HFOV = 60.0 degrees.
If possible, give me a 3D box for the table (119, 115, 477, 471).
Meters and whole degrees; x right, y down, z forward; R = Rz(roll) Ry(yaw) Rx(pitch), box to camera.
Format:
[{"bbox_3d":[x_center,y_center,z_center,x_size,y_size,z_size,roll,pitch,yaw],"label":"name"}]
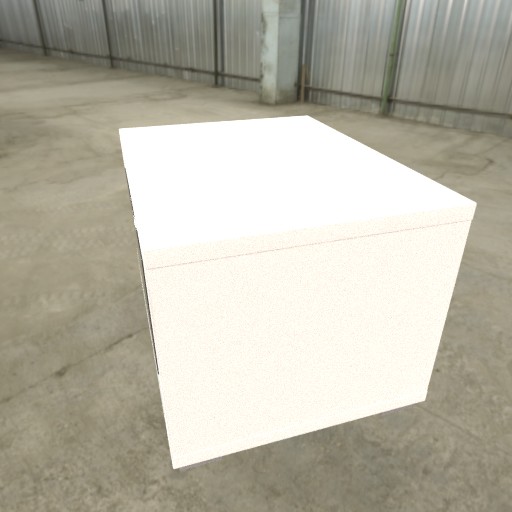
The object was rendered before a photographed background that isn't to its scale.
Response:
[{"bbox_3d":[0.000,0.000,0.786,0.399,0.357,0.517,-9,31,-15],"label":"table"}]
